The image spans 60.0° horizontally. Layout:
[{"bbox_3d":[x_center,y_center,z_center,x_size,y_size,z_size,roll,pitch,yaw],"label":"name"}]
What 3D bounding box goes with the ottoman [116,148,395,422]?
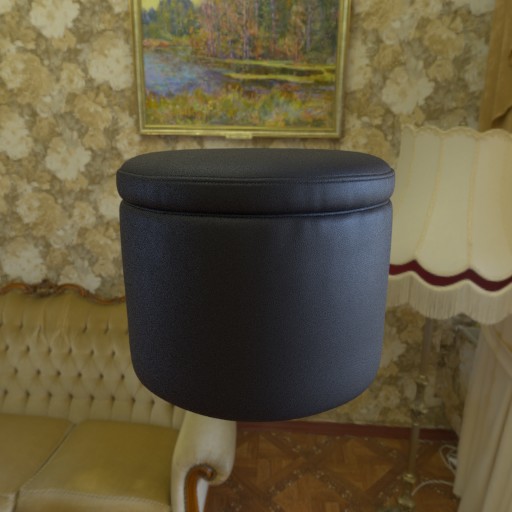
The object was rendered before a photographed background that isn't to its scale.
[{"bbox_3d":[0.000,0.000,0.869,0.501,0.409,0.501,0,15,0],"label":"ottoman"}]
